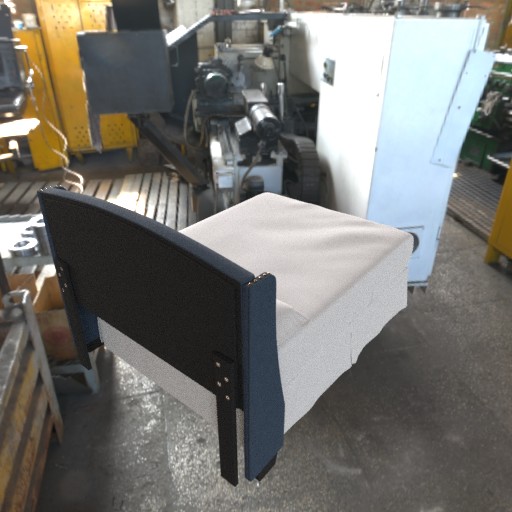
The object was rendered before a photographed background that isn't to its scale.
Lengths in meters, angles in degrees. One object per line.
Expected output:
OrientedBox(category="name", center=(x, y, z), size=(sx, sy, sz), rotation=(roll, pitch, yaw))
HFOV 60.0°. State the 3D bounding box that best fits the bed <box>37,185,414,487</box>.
OrientedBox(category="bed", center=(0.000, 0.000, 3.273), size=(1.710, 1.407, 2.237), rotation=(22, 36, 34))
